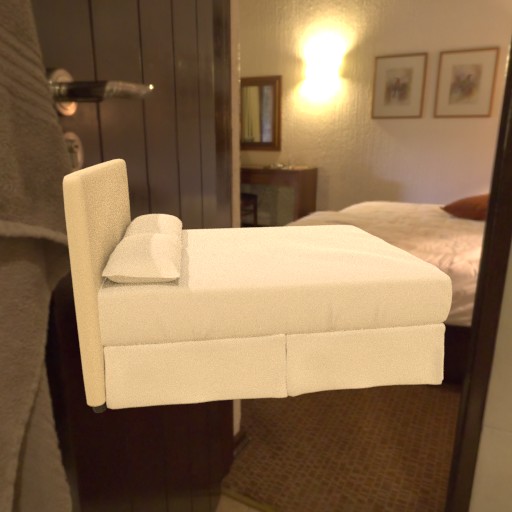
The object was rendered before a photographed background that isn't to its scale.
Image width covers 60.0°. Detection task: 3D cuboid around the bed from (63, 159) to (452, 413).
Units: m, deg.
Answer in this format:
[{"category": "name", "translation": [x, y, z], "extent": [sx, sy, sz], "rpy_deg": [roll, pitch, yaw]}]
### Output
[{"category": "bed", "translation": [0.000, 0.000, 3.202], "extent": [2.147, 1.330, 1.714], "rpy_deg": [-2, 15, -9]}]
